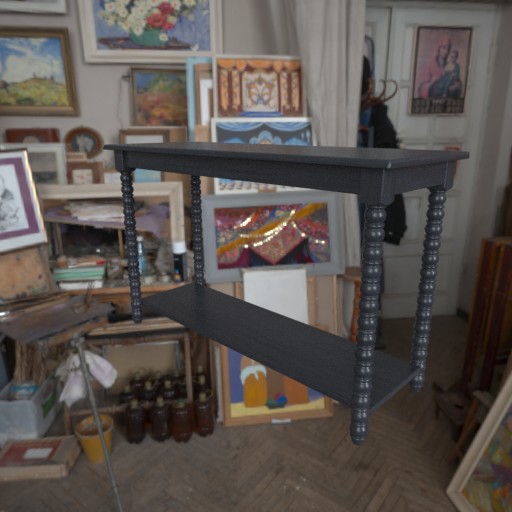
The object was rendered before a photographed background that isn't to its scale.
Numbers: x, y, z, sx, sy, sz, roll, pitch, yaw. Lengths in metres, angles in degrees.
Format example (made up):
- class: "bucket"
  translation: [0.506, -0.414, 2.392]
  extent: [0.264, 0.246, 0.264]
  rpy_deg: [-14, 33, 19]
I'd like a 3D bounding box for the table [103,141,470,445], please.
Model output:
- class: "table"
  translation: [0.000, 0.000, 1.541]
  extent: [1.184, 0.735, 0.459]
  rpy_deg: [15, 22, 42]
